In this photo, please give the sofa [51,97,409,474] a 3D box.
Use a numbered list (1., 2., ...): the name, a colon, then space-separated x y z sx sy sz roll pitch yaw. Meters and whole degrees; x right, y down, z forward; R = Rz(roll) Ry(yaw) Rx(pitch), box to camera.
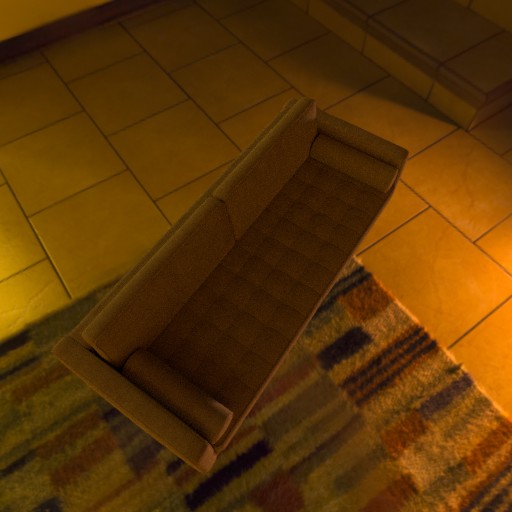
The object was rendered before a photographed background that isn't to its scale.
1. sofa: 0.000 0.000 2.606 0.919 0.770 2.200 30 64 17
